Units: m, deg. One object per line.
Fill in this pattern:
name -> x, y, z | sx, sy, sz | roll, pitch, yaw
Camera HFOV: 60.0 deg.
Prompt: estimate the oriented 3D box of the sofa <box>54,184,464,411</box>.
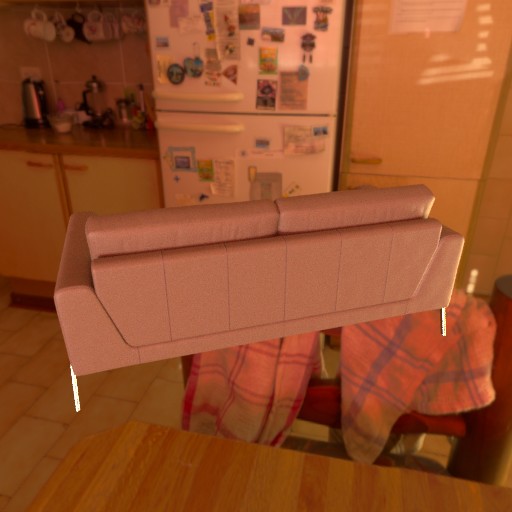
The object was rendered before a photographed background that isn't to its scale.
sofa -> 0.000, 0.000, 2.517 | 2.017, 0.875, 0.953 | -8, 27, -15
